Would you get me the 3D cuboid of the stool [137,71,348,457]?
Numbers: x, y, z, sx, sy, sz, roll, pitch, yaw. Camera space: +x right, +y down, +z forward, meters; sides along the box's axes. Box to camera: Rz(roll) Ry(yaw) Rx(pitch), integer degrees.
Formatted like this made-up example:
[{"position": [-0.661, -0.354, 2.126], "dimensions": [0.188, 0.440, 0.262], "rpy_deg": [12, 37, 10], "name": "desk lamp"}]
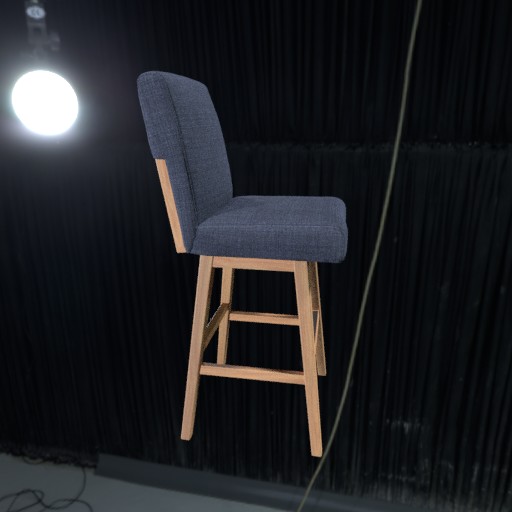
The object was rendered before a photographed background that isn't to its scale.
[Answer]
[{"position": [0.000, 0.000, 1.454], "dimensions": [0.570, 1.112, 0.483], "rpy_deg": [3, 18, 10], "name": "stool"}]
